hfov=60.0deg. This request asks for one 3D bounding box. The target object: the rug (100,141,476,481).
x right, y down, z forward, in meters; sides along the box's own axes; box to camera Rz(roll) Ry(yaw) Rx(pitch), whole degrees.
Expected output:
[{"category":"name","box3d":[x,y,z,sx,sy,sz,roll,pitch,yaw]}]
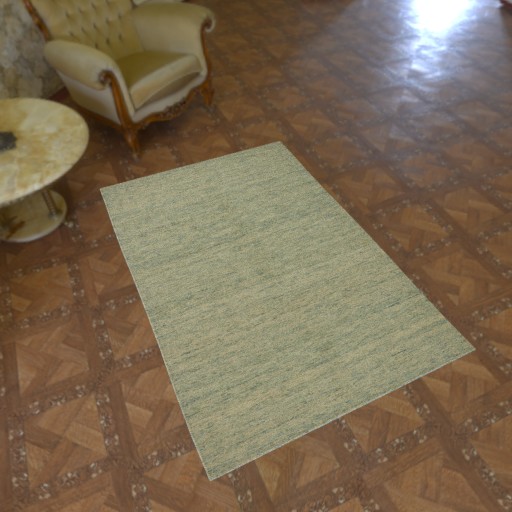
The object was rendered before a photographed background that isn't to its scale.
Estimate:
[{"category":"rug","box3d":[0.000,0.000,2.876,1.547,0.013,2.283,-19,49,-17]}]
